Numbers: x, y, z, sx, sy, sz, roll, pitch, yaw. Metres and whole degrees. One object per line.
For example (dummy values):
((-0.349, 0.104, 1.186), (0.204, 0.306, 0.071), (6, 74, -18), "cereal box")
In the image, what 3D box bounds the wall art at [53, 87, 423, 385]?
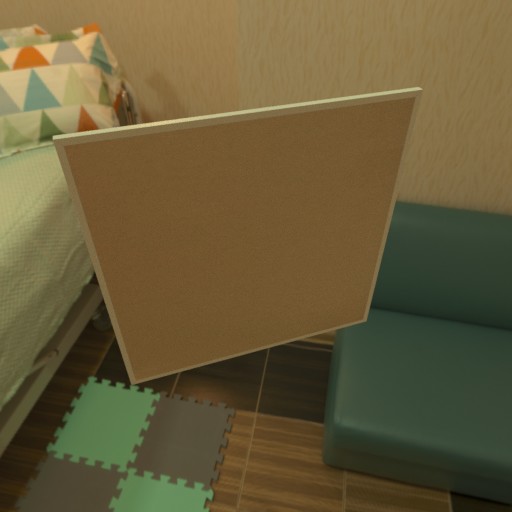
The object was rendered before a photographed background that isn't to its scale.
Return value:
((0.000, 0.000, 0.825), (0.557, 0.557, 0.012), (-12, 42, -14), "wall art")
